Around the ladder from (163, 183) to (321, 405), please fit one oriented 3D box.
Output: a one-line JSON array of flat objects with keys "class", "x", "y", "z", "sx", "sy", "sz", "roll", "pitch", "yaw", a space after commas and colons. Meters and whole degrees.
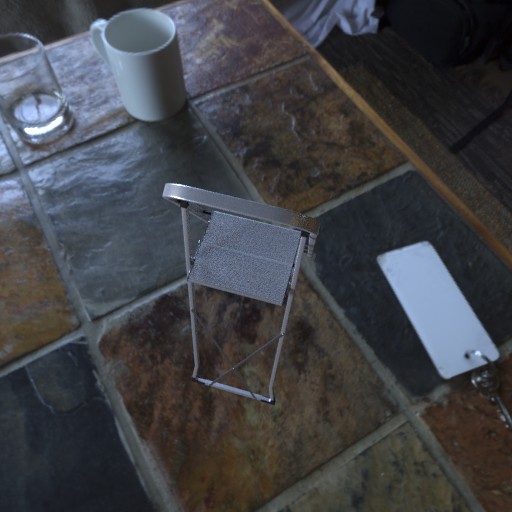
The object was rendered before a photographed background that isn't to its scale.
[{"class": "ladder", "x": 0.000, "y": 0.000, "z": 1.689, "sx": 0.465, "sy": 1.290, "sz": 0.830, "roll": 14, "pitch": 64, "yaw": 7}]
